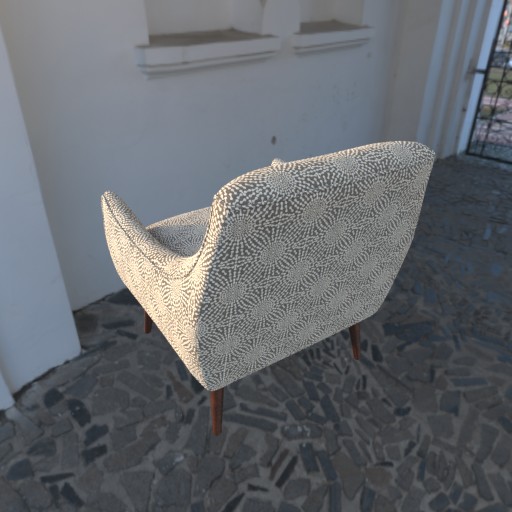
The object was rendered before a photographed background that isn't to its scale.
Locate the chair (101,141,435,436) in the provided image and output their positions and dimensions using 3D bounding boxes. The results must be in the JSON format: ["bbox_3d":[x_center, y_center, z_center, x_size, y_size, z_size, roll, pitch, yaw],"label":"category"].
[{"bbox_3d":[0.000,0.000,1.451,0.762,0.838,0.787,-18,35,-28],"label":"chair"}]
